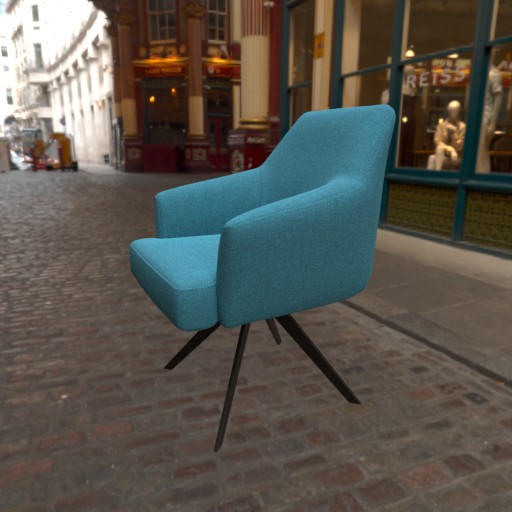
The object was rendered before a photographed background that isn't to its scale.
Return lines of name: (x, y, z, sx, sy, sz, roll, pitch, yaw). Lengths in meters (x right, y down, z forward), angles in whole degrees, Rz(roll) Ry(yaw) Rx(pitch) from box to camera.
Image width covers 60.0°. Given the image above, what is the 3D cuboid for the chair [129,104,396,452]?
chair: (0.000, 0.000, 1.351, 0.677, 0.874, 0.642, -7, 16, -26)
